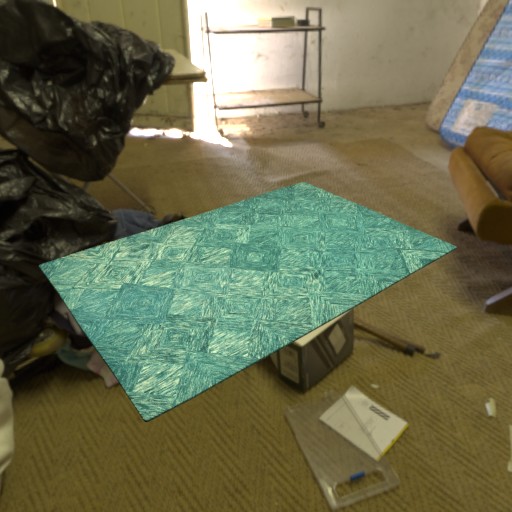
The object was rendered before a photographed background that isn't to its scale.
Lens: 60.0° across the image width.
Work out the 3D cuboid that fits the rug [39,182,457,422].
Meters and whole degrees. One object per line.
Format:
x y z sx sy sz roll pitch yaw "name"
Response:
0.000 0.000 2.170 1.728 0.017 1.136 -22 37 -32 "rug"
